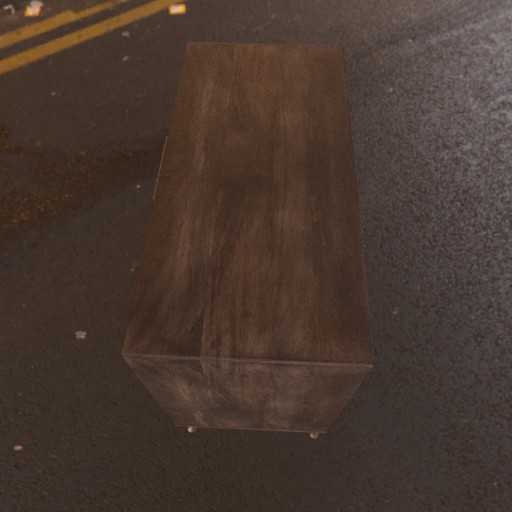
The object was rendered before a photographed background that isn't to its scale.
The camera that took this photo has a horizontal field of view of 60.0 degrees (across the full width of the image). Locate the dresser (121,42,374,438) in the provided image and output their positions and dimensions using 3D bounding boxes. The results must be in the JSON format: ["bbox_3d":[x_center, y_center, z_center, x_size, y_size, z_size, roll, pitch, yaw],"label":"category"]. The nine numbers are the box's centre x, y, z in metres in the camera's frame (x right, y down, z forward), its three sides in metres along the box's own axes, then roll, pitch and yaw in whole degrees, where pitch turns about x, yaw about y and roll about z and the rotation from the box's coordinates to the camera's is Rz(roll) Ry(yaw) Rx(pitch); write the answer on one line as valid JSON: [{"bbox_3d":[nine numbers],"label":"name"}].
[{"bbox_3d":[0.000,0.000,1.357,0.453,0.801,0.923,2,58,1],"label":"dresser"}]
